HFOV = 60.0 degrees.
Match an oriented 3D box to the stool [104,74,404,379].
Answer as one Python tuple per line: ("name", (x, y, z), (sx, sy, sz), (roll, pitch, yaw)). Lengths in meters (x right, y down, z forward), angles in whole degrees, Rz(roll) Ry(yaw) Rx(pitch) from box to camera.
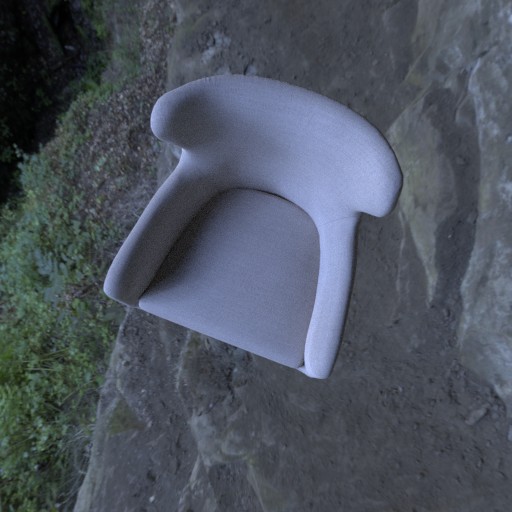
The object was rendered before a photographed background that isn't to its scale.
("stool", (0.000, 0.000, 1.357), (0.556, 1.034, 0.563), (20, 77, 5))
